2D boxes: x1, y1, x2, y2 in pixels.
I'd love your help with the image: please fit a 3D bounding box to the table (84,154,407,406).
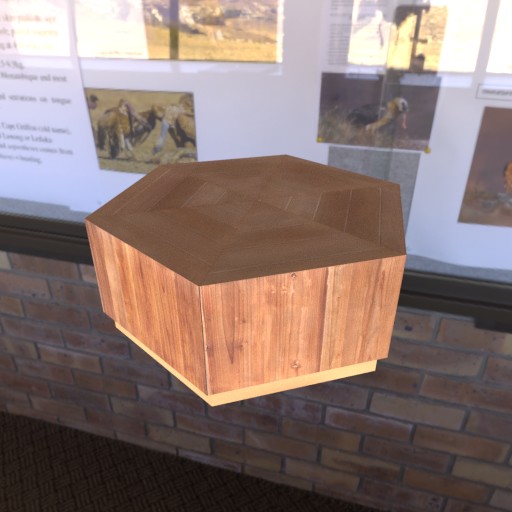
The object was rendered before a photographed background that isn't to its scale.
[{"bbox_3d":[0.000,0.000,1.682,1.154,0.456,1.000,-8,30,-14],"label":"table"}]
